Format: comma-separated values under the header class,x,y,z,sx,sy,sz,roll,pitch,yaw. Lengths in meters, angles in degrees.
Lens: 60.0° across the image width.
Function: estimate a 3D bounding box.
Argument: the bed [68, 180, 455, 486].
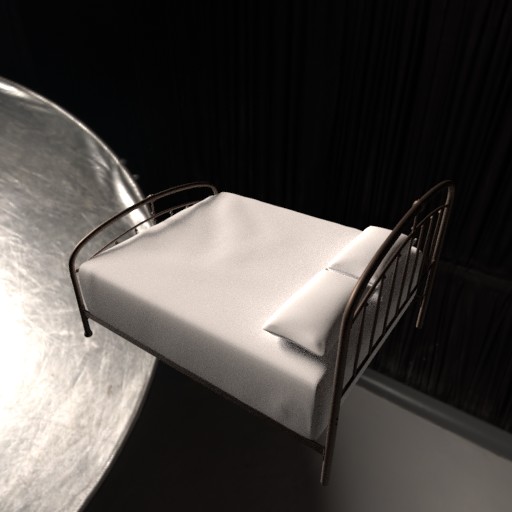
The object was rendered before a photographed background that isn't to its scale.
class,x,y,z,sx,sy,sz,roll,pitch,yaw
bed,0.000,0.000,3.227,2.180,1.425,1.711,20,37,30
